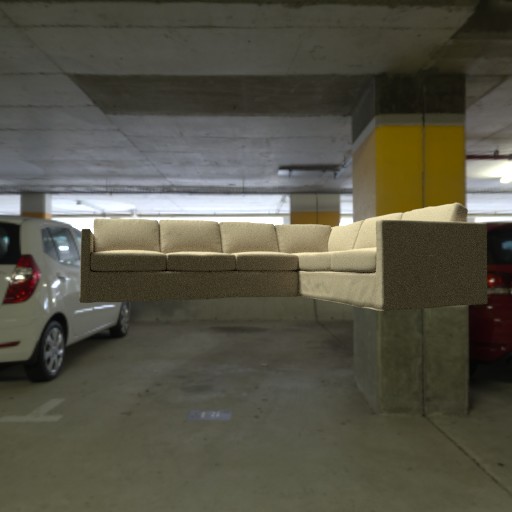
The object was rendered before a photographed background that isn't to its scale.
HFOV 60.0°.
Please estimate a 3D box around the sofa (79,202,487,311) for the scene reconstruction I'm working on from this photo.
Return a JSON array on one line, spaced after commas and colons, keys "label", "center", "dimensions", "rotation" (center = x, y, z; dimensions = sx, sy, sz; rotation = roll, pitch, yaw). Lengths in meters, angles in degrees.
[{"label": "sofa", "center": [0.000, 0.000, 4.247], "dimensions": [3.182, 0.871, 2.432], "rotation": [0, -1, -18]}]
